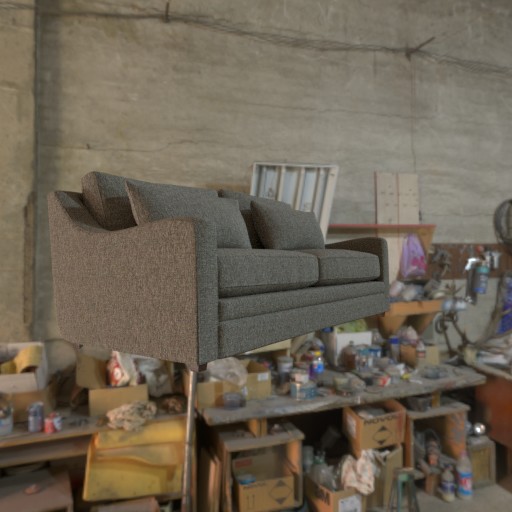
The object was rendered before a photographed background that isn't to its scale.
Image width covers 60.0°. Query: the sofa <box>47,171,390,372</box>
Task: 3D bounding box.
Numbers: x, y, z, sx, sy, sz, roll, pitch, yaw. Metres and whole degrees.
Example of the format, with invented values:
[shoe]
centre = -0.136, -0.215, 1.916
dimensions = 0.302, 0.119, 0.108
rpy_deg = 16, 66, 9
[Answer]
[sofa]
centre = 0.000, 0.000, 3.061
dimensions = 1.103, 0.998, 2.418
rpy_deg = 0, 0, 35
